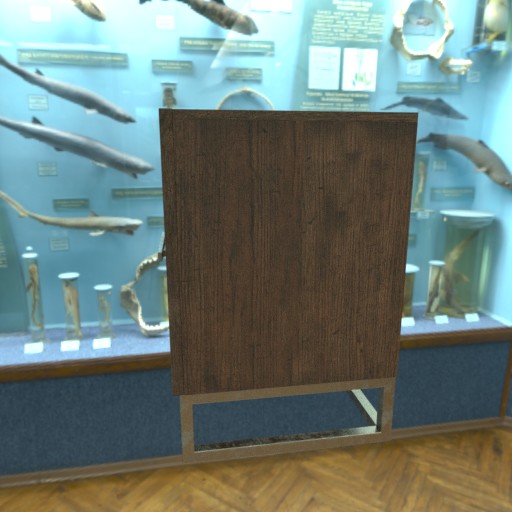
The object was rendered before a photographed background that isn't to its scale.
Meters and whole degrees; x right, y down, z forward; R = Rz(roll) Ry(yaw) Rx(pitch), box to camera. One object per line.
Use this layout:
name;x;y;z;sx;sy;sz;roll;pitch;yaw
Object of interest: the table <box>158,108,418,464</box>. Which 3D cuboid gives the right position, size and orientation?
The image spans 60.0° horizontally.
table;0.000;0.000;1.289;0.542;0.746;0.767;-2;14;-9
